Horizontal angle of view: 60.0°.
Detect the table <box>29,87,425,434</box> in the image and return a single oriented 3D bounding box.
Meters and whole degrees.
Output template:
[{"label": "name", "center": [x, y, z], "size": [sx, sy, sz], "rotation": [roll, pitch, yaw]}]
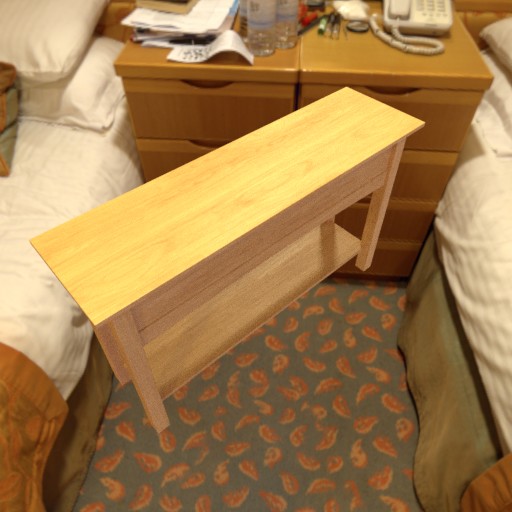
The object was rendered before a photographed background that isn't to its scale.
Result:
[{"label": "table", "center": [0.000, 0.000, 1.586], "size": [1.240, 0.730, 0.350], "rotation": [-33, 55, -27]}]
